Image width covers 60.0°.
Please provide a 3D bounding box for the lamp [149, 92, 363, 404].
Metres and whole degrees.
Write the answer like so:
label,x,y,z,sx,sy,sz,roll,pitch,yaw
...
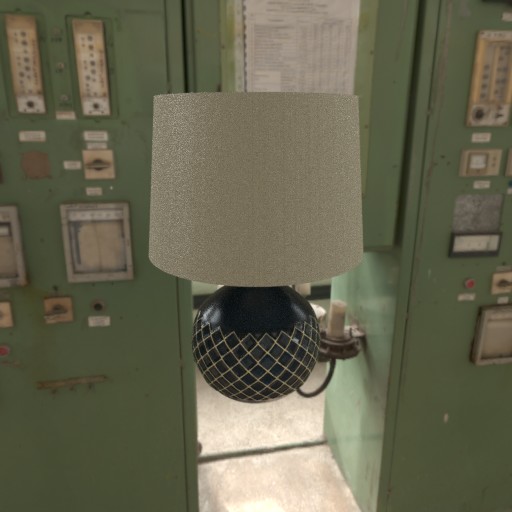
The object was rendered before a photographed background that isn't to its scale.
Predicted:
label,x,y,z,sx,sy,sz,roll,pitch,yaw
lamp,0.000,0.000,0.800,0.376,0.540,0.376,0,17,0
